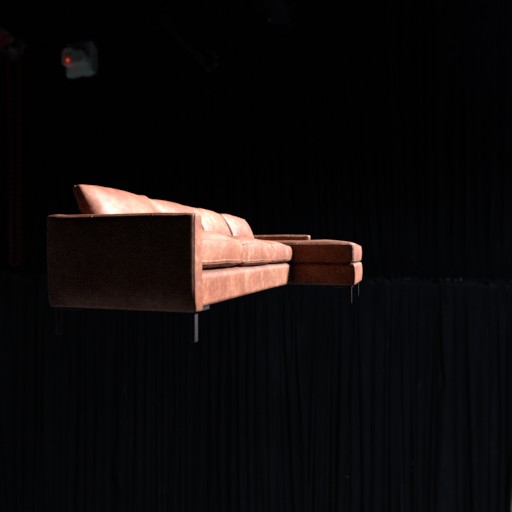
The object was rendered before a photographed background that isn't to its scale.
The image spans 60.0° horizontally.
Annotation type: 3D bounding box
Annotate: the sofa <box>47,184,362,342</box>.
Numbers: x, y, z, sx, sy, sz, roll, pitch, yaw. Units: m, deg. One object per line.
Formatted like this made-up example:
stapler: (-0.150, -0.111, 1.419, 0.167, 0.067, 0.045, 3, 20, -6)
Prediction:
sofa: (0.000, 0.000, 3.609, 1.471, 0.859, 2.993, 0, 0, 18)
